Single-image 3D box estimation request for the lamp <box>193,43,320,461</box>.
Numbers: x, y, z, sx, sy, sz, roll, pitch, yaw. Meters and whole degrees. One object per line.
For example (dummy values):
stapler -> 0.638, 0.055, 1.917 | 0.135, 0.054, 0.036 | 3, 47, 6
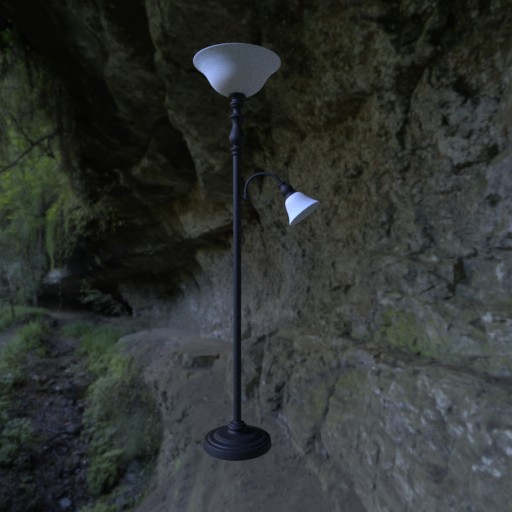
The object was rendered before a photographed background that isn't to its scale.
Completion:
lamp -> 0.000, 0.000, 2.047 | 0.588, 1.793, 0.405 | 0, 1, 17
